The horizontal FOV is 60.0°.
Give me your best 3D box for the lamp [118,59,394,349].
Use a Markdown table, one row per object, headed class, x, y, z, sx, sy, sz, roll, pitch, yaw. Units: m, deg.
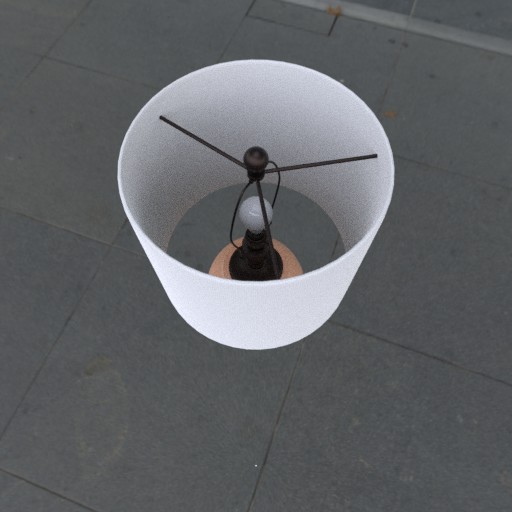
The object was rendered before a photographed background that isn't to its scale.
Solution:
| class | x | y | z | sx | sy | sz | roll | pitch | yaw |
| --- | --- | --- | --- | --- | --- | --- | --- | --- | --- |
| lamp | 0.000 | 0.000 | 0.773 | 0.329 | 0.570 | 0.329 | 0 | 65 | 0 |
